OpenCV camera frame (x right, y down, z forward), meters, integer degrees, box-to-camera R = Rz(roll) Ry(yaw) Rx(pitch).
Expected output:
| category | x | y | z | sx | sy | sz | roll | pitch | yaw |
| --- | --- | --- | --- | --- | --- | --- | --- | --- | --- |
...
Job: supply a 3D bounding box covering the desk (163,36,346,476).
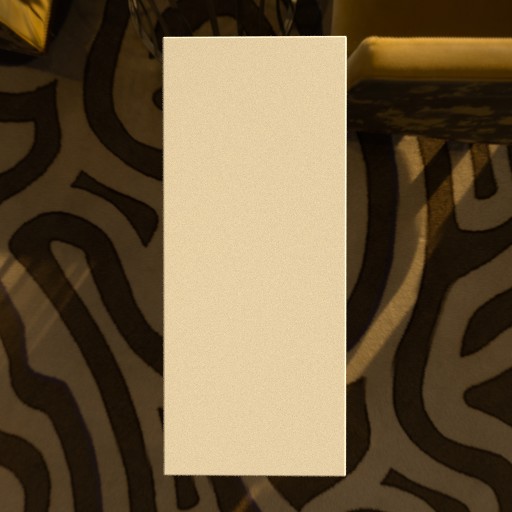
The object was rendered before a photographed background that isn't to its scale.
| category | x | y | z | sx | sy | sz | roll | pitch | yaw |
| --- | --- | --- | --- | --- | --- | --- | --- | --- | --- |
| desk | 0.000 | 0.000 | 1.615 | 0.508 | 0.775 | 1.220 | 0 | 91 | 1 |
